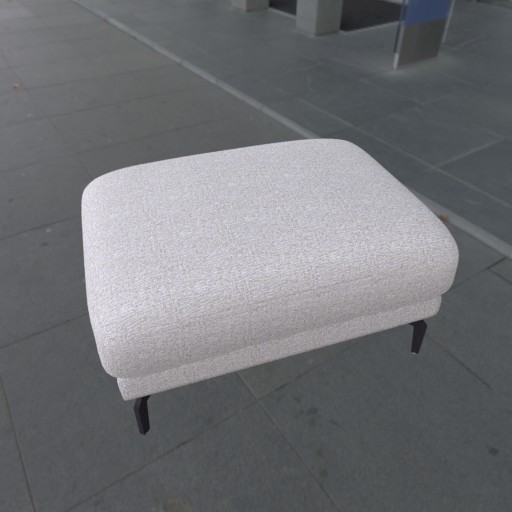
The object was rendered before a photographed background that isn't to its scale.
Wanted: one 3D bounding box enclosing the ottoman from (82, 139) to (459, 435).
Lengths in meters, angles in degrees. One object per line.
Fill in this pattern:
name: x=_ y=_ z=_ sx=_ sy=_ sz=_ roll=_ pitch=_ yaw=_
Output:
ottoman: x=0.000 y=0.000 z=1.101 sx=0.772 sy=0.420 sz=0.568 roll=-12 pitch=42 yaw=-14
